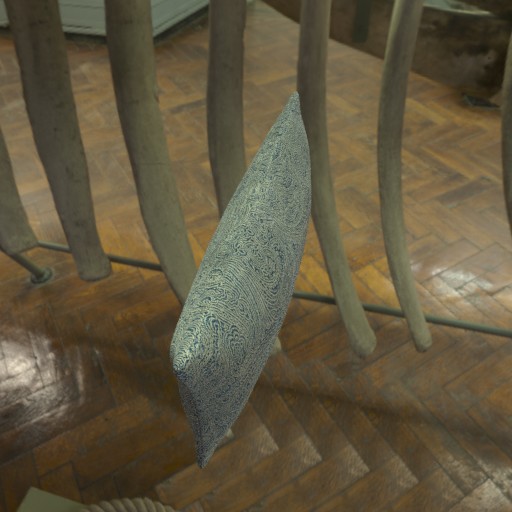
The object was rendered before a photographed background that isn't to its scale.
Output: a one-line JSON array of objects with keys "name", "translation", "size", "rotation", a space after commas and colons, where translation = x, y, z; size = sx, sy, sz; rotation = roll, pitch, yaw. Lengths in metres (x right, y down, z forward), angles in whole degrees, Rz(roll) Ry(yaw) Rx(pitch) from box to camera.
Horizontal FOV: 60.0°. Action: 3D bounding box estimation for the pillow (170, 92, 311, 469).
[{"name": "pillow", "translation": [0.000, 0.000, 0.754], "size": [0.151, 0.295, 0.615], "rotation": [11, 48, 10]}]
